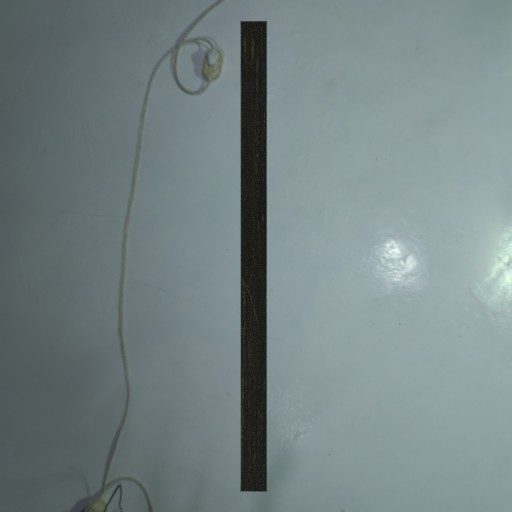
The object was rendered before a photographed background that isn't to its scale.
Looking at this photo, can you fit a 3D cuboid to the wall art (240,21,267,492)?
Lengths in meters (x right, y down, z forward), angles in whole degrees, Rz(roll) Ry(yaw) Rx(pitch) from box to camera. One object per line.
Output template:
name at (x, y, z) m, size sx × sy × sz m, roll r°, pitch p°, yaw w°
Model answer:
wall art at (0.000, 0.000, 0.754) m, size 0.032 × 0.457 × 0.558 m, roll 0°, pitch 90°, yaw 1°
